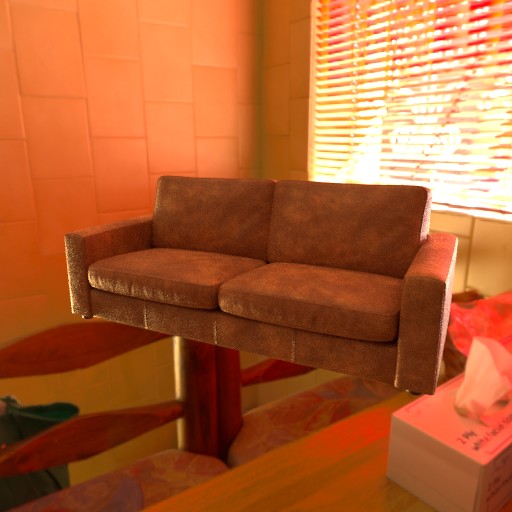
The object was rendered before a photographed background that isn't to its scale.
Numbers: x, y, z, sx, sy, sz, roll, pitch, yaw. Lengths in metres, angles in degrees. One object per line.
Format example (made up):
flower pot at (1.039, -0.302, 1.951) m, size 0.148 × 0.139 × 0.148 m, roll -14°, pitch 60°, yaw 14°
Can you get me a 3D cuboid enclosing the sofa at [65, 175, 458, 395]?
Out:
sofa at (0.000, 0.000, 2.683) m, size 2.179 × 0.873 × 1.016 m, roll 7°, pitch 16°, yaw 25°
